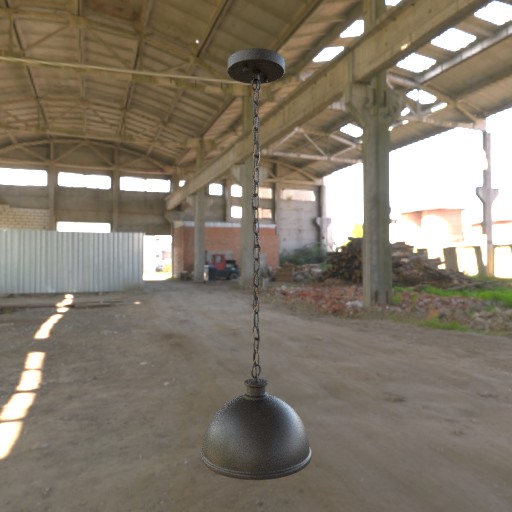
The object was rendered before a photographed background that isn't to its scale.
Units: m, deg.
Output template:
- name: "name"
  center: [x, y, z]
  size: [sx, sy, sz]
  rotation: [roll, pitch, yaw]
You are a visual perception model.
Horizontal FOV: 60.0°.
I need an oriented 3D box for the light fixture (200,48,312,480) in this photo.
- name: "light fixture"
  center: [0.000, 0.000, 1.233]
  size: [0.304, 1.090, 0.304]
  rotation: [-1, -2, 36]
